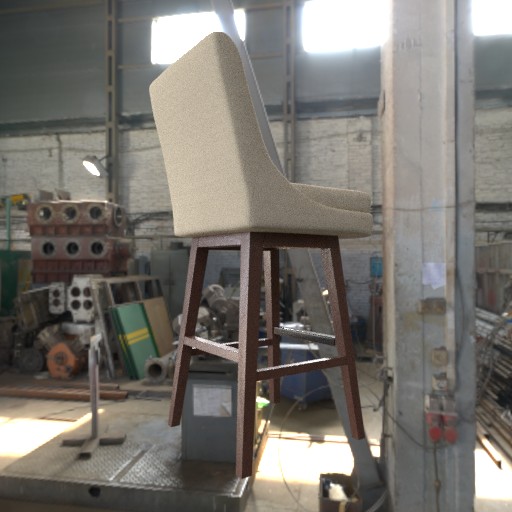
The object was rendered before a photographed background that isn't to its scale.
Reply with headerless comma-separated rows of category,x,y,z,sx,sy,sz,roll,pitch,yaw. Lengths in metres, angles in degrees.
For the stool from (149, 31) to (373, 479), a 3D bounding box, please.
stool,0.000,0.000,1.372,0.559,1.093,0.483,1,-1,-35
